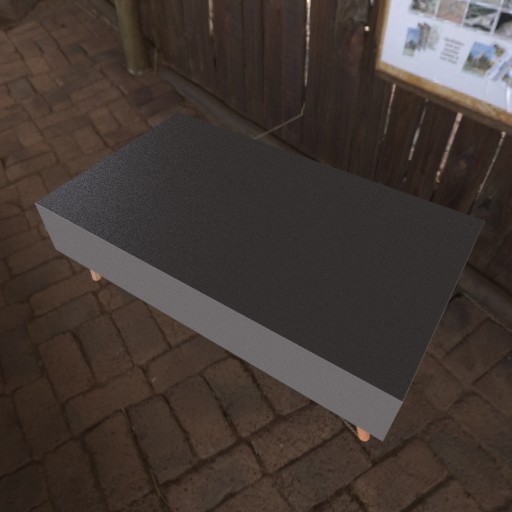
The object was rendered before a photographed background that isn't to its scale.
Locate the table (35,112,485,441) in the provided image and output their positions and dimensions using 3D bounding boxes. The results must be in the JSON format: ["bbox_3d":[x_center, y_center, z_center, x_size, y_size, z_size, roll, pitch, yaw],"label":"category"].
[{"bbox_3d":[0.000,0.000,1.509,1.201,0.404,0.703,25,51,23],"label":"table"}]
